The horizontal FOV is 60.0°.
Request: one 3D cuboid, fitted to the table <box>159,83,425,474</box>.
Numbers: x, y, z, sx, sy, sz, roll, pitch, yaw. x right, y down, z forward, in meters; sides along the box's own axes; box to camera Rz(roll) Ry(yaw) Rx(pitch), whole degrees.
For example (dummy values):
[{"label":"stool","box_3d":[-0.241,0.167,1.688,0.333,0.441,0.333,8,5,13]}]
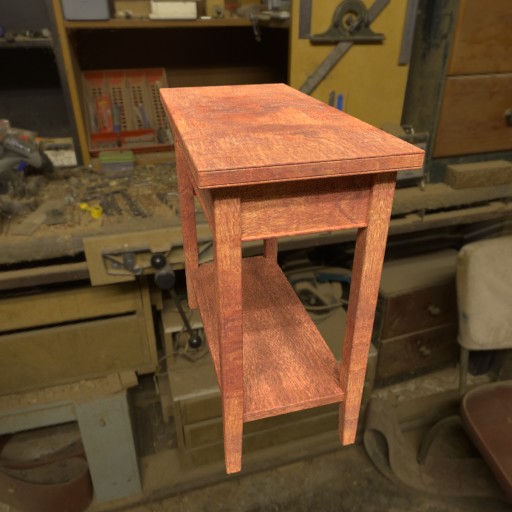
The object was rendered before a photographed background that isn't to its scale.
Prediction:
[{"label":"table","box_3d":[0.000,0.000,0.961,0.305,0.610,0.610,-7,30,-13]}]
